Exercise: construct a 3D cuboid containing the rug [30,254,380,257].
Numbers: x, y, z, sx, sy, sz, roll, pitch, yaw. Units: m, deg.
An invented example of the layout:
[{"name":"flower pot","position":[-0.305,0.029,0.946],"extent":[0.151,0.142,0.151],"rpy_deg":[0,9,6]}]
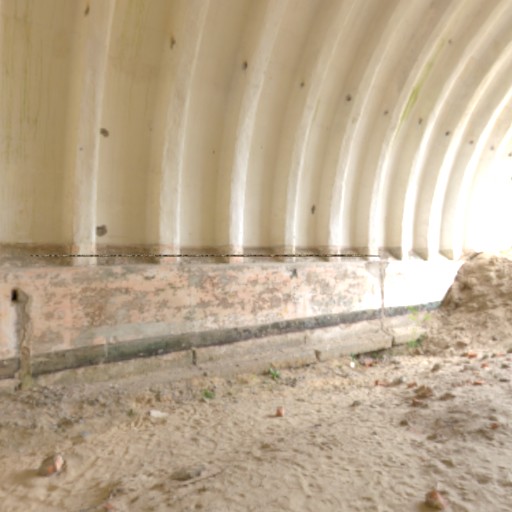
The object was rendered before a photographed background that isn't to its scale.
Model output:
[{"name":"rug","position":[0.000,0.000,2.338],"extent":[1.247,0.008,1.802],"rpy_deg":[0,0,17]}]
